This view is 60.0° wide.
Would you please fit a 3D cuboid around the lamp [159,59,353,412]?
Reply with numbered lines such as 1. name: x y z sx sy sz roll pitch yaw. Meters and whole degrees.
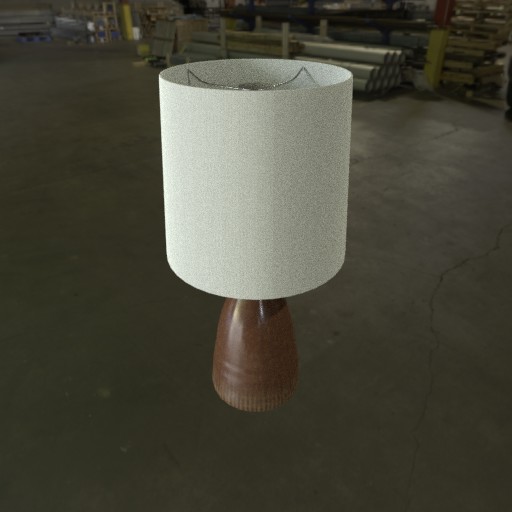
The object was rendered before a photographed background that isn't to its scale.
1. lamp: 0.000 0.000 0.476 0.186 0.369 0.186 0 31 0
